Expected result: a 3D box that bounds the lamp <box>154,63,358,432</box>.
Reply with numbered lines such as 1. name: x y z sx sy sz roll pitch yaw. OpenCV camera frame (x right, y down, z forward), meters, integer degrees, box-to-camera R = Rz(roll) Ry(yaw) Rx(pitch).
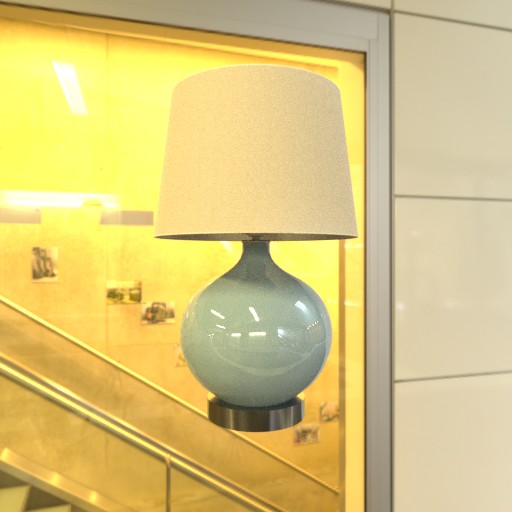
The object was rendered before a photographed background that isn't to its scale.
1. lamp: 0.000 0.000 0.547 0.247 0.387 0.247 0 0 0
